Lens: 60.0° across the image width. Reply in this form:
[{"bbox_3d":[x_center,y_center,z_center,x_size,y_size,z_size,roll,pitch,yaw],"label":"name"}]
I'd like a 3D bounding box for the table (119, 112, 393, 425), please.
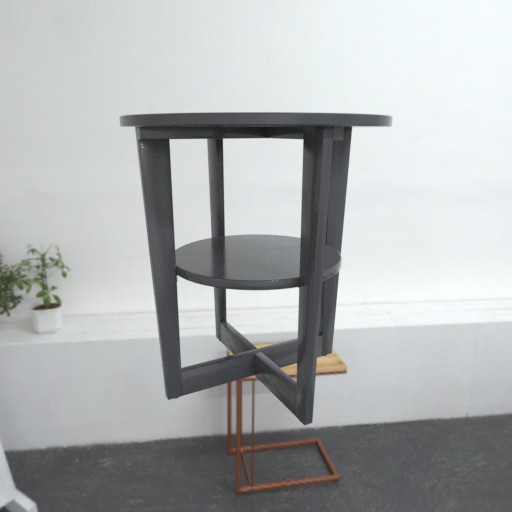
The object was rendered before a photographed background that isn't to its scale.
[{"bbox_3d":[0.000,0.000,0.920,0.500,0.550,0.500,0,16,0],"label":"table"}]
